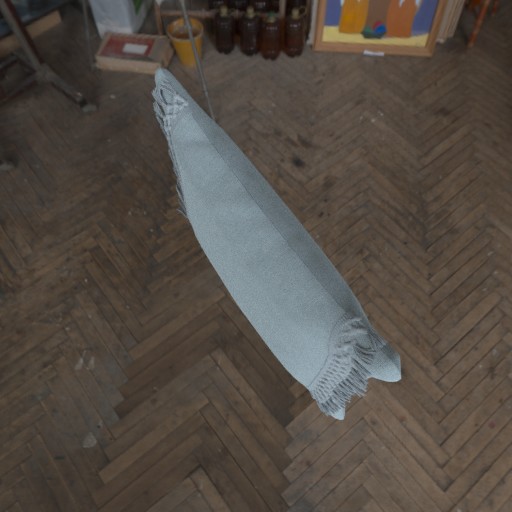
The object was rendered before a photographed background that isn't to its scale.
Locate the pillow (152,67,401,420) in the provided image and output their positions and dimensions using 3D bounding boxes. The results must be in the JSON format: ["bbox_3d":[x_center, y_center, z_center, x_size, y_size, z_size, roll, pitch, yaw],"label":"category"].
[{"bbox_3d":[0.000,0.000,0.604,0.084,0.305,0.466,-30,66,-14],"label":"pillow"}]
